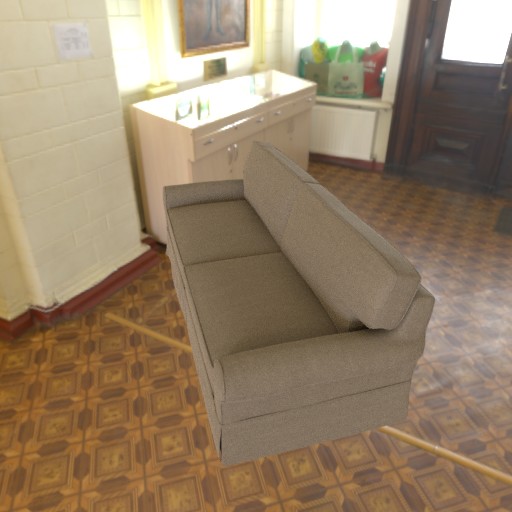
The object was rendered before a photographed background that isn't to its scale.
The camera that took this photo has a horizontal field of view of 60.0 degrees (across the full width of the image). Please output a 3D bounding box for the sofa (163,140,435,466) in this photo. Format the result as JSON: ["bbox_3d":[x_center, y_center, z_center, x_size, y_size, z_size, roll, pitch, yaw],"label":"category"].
[{"bbox_3d":[0.000,0.000,2.788,0.991,0.943,2.248,-8,31,-14],"label":"sofa"}]
